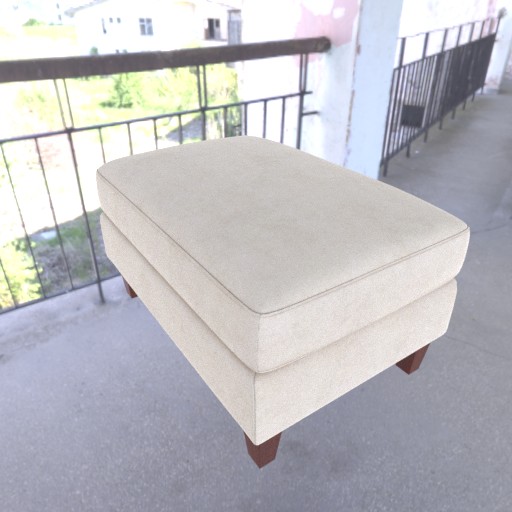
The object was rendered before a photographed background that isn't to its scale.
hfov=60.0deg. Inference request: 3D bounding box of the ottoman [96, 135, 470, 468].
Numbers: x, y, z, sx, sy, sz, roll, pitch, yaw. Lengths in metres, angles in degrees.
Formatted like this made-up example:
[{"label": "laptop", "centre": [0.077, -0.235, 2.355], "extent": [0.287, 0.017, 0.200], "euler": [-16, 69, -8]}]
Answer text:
[{"label": "ottoman", "centre": [0.000, 0.000, 1.193], "extent": [0.584, 0.483, 0.864], "euler": [-19, 35, -29]}]
